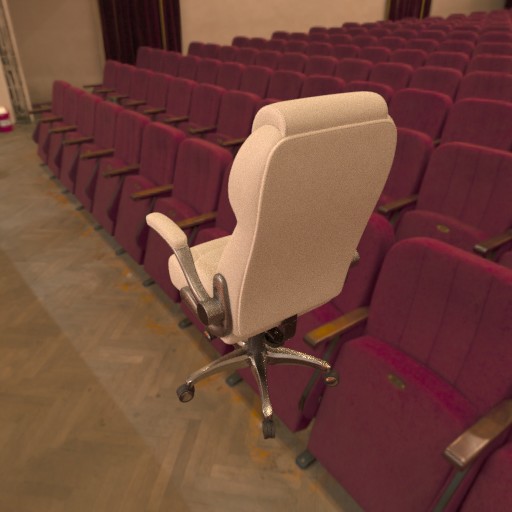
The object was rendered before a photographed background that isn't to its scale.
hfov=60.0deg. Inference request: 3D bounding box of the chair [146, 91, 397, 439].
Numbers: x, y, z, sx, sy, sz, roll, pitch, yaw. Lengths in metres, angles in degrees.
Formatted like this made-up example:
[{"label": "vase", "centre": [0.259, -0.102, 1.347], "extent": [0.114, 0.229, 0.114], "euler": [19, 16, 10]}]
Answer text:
[{"label": "chair", "centre": [0.000, 0.000, 1.805], "extent": [0.755, 1.330, 0.806], "euler": [-19, 34, -30]}]
